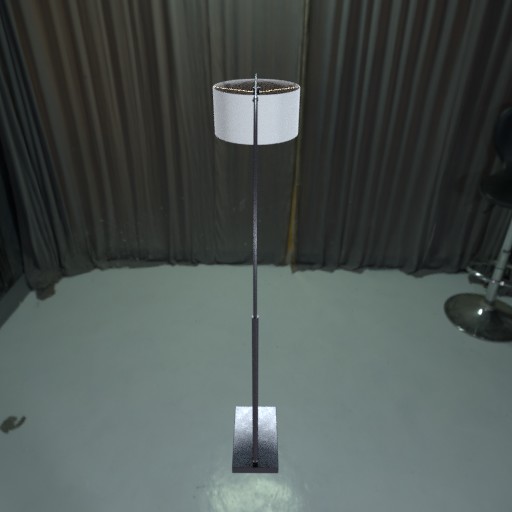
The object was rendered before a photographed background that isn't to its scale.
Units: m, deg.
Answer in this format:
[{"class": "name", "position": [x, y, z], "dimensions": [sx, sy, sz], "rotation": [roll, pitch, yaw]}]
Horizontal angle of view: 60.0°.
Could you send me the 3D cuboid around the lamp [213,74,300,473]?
[{"class": "lamp", "position": [0.000, 0.000, 2.546], "dimensions": [0.493, 1.927, 1.424], "rotation": [0, 31, 0]}]
